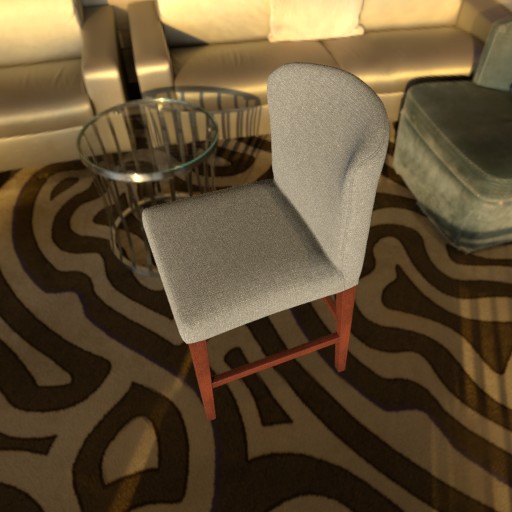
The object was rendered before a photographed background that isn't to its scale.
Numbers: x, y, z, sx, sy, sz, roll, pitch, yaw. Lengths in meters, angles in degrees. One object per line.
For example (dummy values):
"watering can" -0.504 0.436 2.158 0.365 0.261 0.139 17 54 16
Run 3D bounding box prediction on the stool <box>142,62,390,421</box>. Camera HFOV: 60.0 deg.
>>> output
"stool" 0.000 0.000 1.314 0.568 0.968 0.479 -16 49 -15
